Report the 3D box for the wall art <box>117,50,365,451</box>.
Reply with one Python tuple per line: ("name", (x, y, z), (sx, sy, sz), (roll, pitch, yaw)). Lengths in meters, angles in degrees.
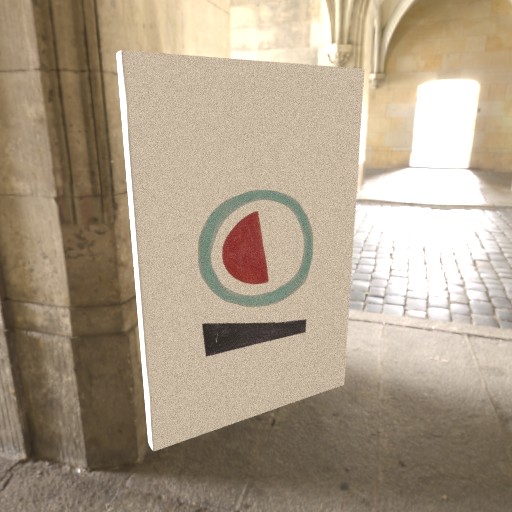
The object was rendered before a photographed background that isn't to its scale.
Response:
("wall art", (0.000, 0.000, 1.114), (0.602, 0.902, 0.048), (-9, 19, -28))
